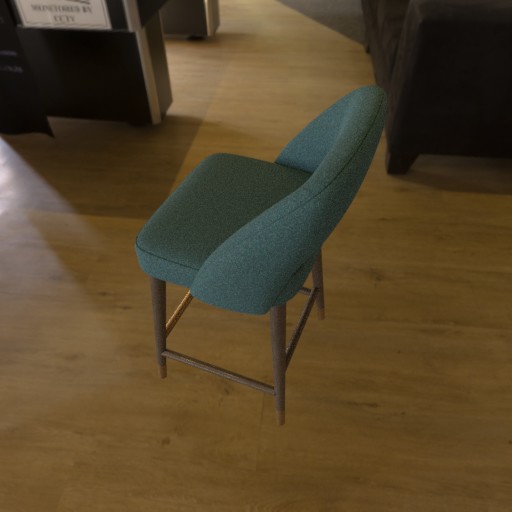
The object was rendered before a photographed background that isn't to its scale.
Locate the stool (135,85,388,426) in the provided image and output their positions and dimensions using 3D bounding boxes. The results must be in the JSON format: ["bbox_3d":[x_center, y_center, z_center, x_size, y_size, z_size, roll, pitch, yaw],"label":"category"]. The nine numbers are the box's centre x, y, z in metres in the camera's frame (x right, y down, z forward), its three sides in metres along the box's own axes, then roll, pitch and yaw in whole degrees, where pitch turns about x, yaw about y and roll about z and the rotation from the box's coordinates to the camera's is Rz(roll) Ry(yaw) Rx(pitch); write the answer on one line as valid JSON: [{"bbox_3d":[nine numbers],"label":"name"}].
[{"bbox_3d":[0.000,0.000,1.236,0.522,0.939,0.536,16,48,16],"label":"stool"}]
